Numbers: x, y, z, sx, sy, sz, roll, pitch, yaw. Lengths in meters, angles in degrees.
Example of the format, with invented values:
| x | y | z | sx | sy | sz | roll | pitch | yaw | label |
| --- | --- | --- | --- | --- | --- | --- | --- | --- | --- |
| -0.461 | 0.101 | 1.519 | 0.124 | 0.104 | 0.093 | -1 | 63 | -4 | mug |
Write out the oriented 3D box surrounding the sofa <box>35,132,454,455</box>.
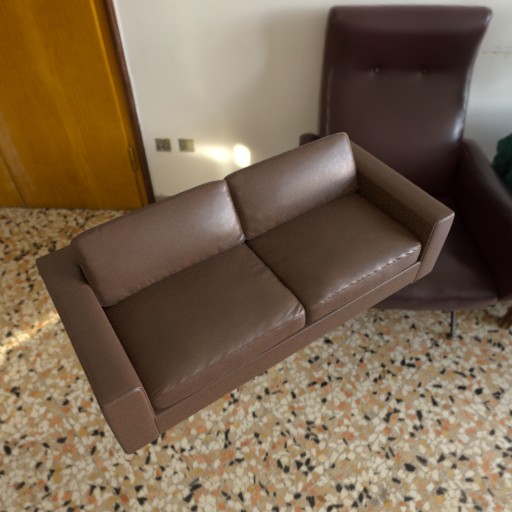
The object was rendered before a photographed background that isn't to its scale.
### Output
| x | y | z | sx | sy | sz | roll | pitch | yaw | label |
| --- | --- | --- | --- | --- | --- | --- | --- | --- | --- |
| 0.000 | 0.000 | 2.690 | 2.262 | 0.801 | 1.070 | -26 | 52 | -22 | sofa |
